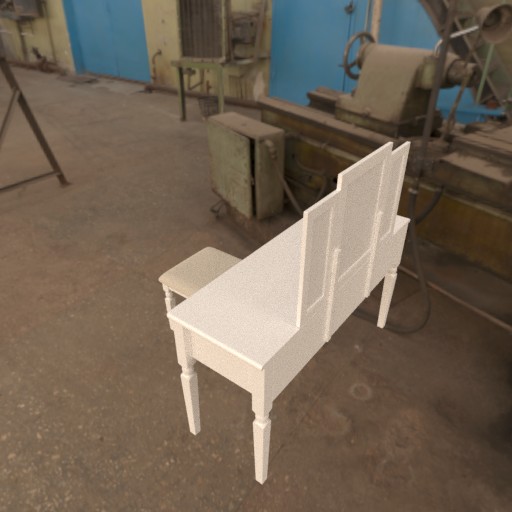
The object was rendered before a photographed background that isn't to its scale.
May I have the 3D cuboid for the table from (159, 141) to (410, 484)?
[{"bbox_3d":[0.000,0.000,2.308,1.115,1.310,1.369,22,39,31],"label":"table"}]
